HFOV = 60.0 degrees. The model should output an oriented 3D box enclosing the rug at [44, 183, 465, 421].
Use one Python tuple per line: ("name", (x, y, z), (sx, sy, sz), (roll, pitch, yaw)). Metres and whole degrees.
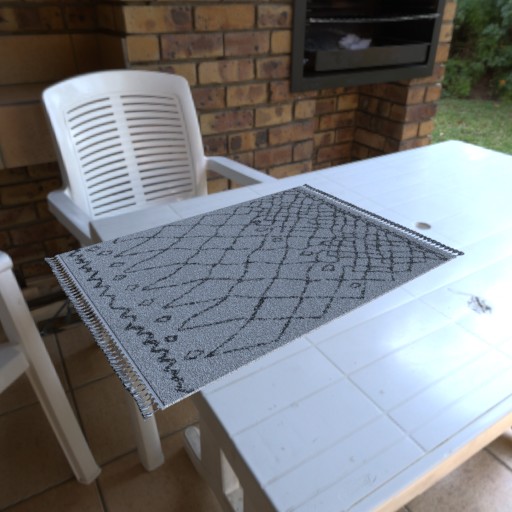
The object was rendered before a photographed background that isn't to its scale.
("rug", (0.000, 0.000, 2.963), (2.312, 0.017, 1.613), (-20, 36, -31))
